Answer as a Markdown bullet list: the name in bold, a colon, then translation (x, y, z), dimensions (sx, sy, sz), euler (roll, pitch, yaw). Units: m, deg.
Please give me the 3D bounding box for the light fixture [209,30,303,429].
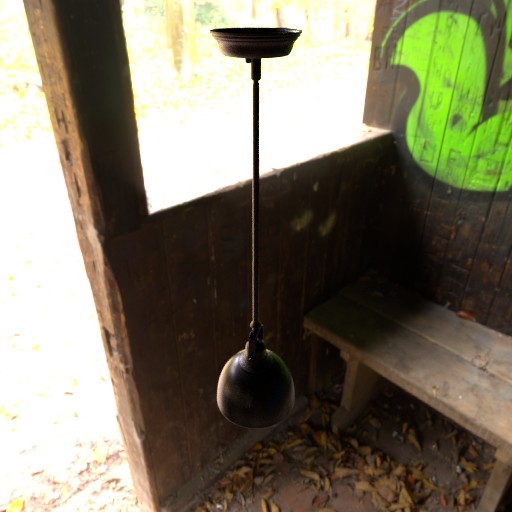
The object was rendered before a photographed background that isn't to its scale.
- **light fixture**: translation (0.000, 0.000, 0.844), dimensions (0.182, 0.768, 0.182), euler (9, 32, 16)
